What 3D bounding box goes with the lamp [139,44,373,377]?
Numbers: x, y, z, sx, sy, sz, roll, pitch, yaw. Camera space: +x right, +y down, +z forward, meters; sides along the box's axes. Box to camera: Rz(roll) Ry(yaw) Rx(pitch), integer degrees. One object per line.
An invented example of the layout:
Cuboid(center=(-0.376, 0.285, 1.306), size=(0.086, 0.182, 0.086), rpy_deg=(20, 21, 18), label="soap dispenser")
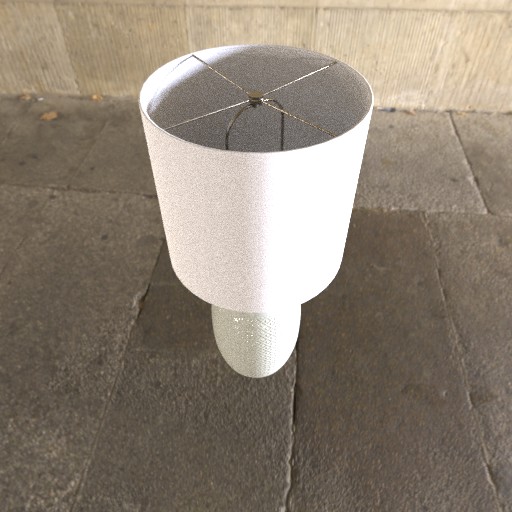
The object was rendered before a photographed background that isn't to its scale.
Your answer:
Cuboid(center=(0.000, 0.000, 0.578), size=(0.217, 0.453, 0.217), rpy_deg=(-31, 54, -26), label="lamp")
